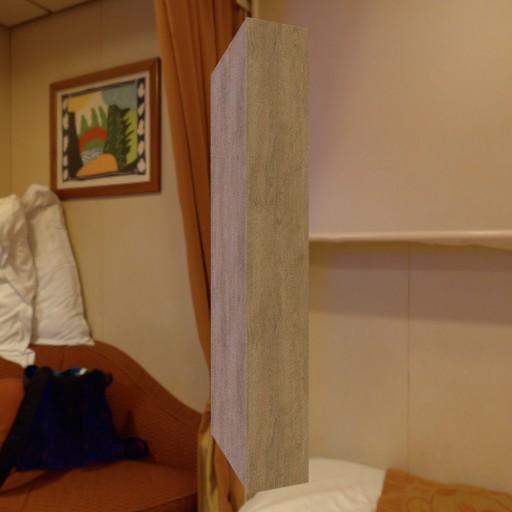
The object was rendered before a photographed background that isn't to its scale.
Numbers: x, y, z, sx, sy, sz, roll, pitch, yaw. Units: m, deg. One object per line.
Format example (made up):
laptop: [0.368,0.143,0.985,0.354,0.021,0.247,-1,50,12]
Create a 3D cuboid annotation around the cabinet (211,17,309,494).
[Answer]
cabinet: [0.000,0.000,1.801,0.250,1.630,0.520,0,0,-19]
